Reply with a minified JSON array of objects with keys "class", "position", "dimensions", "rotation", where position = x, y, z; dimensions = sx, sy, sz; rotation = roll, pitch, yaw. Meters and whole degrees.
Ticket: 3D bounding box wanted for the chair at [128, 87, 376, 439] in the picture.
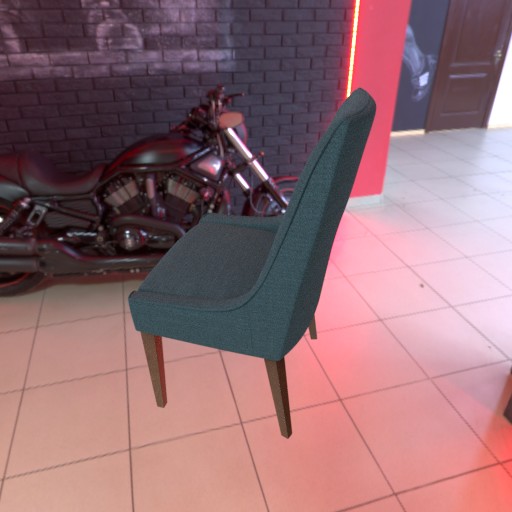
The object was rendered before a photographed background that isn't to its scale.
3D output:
[{"class":"chair","position":[0.000,0.000,1.235],"dimensions":[0.544,0.861,0.529],"rotation":[8,31,14]}]
